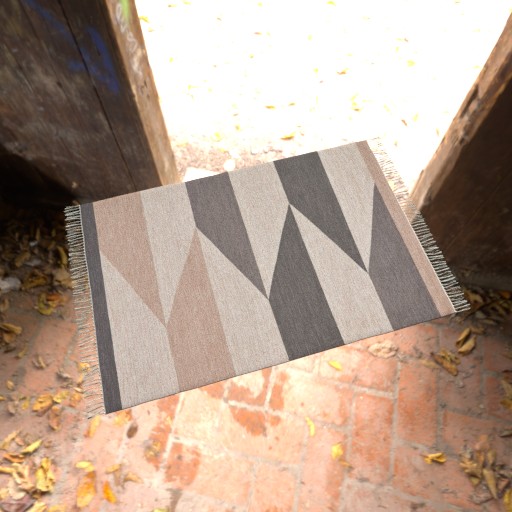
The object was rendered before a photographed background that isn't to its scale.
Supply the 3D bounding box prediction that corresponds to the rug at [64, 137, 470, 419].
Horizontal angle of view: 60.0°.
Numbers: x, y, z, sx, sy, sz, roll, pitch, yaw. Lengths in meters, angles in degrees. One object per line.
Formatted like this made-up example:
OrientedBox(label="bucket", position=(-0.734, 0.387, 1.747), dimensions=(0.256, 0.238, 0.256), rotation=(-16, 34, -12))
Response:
OrientedBox(label="rug", position=(0.000, 0.000, 2.468), dimensions=(2.021, 0.027, 1.224), rotation=(-14, 64, -7))
